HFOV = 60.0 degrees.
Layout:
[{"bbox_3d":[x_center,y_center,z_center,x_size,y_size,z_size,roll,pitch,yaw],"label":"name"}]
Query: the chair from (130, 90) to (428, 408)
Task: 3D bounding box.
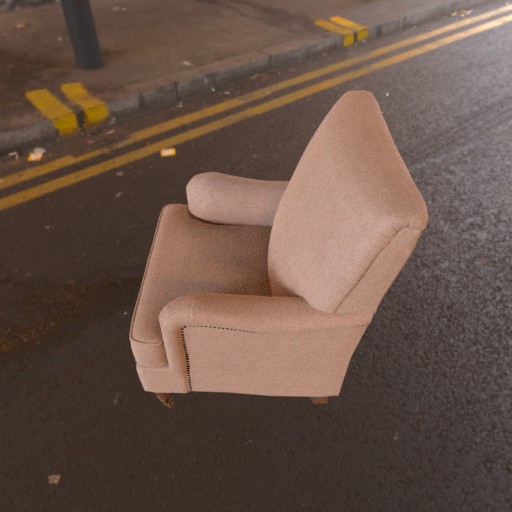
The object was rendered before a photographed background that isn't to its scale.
[{"bbox_3d":[0.000,0.000,1.852,0.953,1.119,0.879,0,42,0],"label":"chair"}]
